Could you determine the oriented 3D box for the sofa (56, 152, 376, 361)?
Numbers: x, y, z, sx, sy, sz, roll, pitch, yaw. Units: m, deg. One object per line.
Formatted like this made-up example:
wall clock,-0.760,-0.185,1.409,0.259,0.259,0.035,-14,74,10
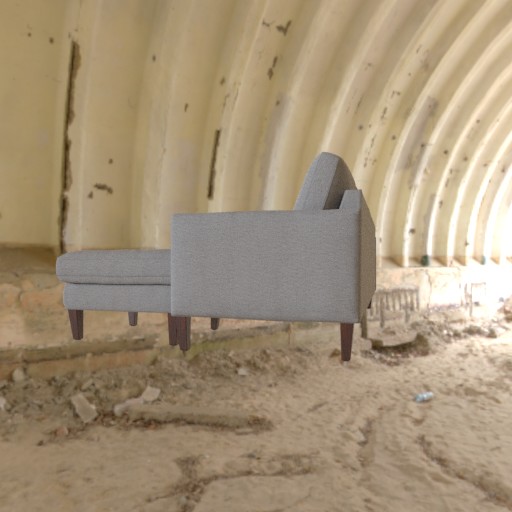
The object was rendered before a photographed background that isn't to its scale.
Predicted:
sofa,0.000,0.000,2.976,1.506,0.875,2.178,0,-1,17
